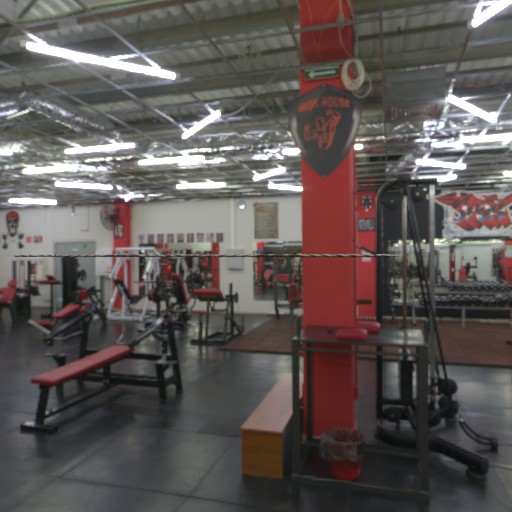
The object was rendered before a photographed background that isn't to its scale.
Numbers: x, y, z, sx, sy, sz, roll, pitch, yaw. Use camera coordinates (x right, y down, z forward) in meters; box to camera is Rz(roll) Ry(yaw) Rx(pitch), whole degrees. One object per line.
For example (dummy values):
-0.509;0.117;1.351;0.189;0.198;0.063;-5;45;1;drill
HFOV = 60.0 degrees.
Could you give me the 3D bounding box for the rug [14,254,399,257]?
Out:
0.000;0.000;4.034;2.438;0.016;3.048;0;0;19;rug
